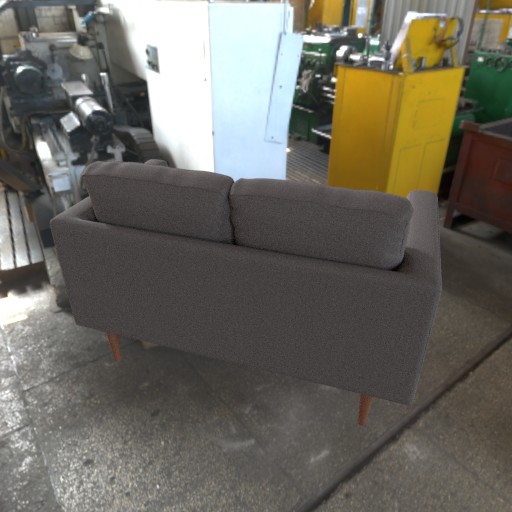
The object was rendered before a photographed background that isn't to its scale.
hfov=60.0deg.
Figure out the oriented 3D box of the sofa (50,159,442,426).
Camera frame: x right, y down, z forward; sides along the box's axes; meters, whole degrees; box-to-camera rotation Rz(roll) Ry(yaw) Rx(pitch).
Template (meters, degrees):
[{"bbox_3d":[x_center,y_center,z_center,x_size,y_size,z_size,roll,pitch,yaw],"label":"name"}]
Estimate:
[{"bbox_3d":[0.000,0.000,1.939,1.430,0.908,0.796,10,32,16],"label":"sofa"}]
